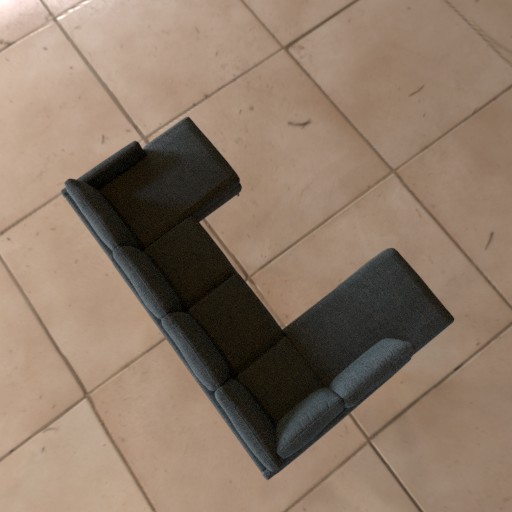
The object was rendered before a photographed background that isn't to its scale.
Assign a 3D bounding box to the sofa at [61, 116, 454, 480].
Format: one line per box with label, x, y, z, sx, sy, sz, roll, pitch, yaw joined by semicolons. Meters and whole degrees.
sofa;0.000;0.000;3.578;1.879;0.753;2.737;-37;79;-8
